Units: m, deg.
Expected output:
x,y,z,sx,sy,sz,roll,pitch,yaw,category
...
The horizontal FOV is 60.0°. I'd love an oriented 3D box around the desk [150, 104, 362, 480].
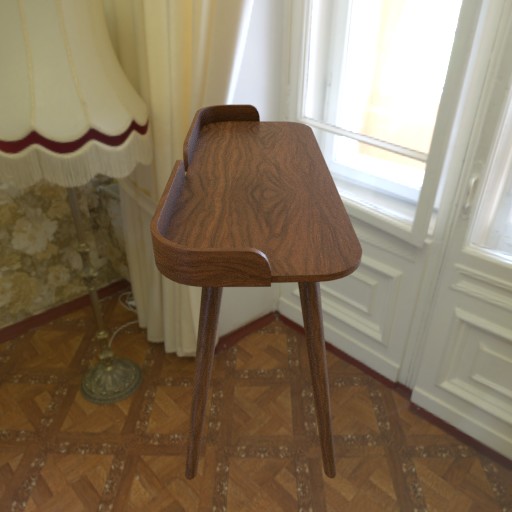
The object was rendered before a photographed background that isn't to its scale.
x,y,z,sx,sy,sz,roll,pitch,yaw,category
0.000,0.000,1.639,0.486,0.800,1.256,0,32,-1,desk
